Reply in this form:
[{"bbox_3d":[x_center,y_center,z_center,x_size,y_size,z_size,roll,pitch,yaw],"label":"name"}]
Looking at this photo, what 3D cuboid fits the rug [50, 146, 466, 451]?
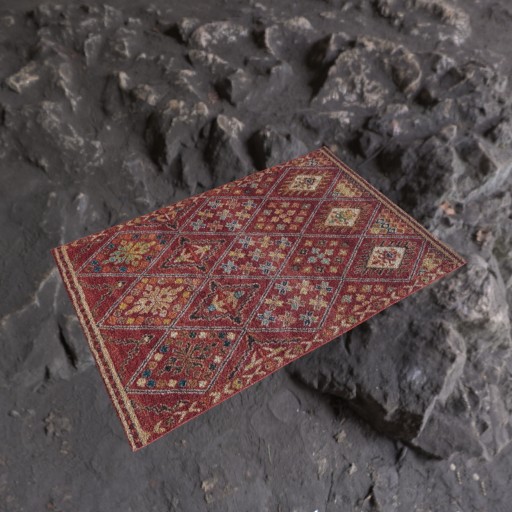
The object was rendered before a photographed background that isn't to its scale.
[{"bbox_3d":[0.000,0.000,2.904,2.286,0.026,1.521,-24,52,-21],"label":"rug"}]
